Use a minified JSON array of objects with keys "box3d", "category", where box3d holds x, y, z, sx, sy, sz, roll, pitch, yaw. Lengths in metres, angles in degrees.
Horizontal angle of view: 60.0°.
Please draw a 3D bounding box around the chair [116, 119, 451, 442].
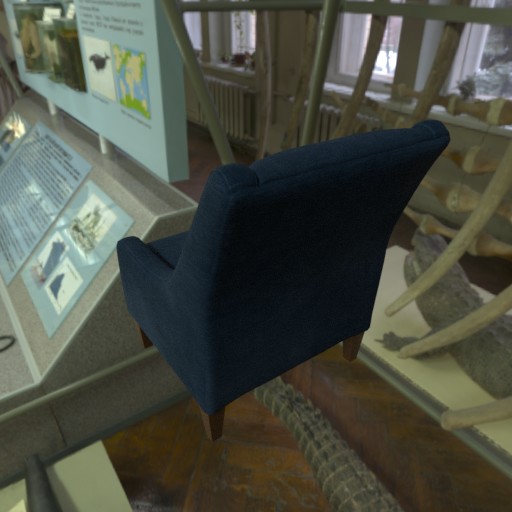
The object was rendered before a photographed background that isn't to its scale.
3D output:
[{"box3d":[0.000,0.000,1.600,0.774,1.014,0.870,-20,36,-30],"category":"chair"}]
